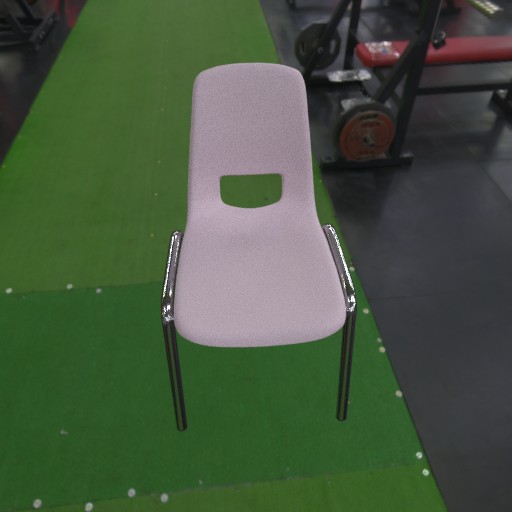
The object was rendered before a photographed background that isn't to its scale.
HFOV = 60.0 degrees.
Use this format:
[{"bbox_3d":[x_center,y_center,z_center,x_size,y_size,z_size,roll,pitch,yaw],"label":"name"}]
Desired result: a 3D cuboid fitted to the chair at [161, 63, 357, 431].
[{"bbox_3d":[0.000,0.000,0.857,0.354,0.586,0.423,-3,45,-3],"label":"chair"}]
